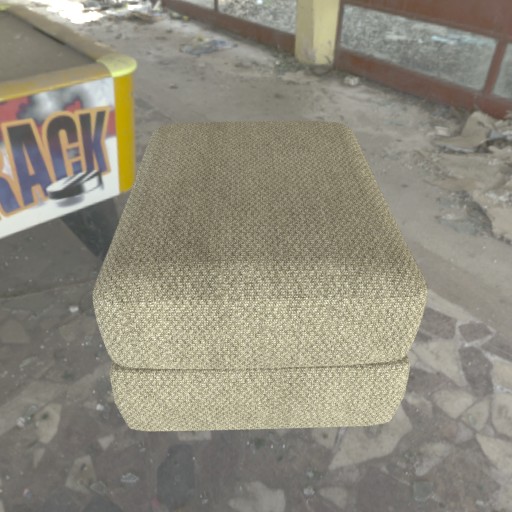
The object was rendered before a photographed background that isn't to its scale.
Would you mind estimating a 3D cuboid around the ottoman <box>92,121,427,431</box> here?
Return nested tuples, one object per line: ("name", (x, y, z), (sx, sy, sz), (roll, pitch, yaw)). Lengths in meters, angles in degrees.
("ottoman", (0.000, 0.000, 1.131), (0.603, 0.476, 0.751), (-1, 39, -1))
